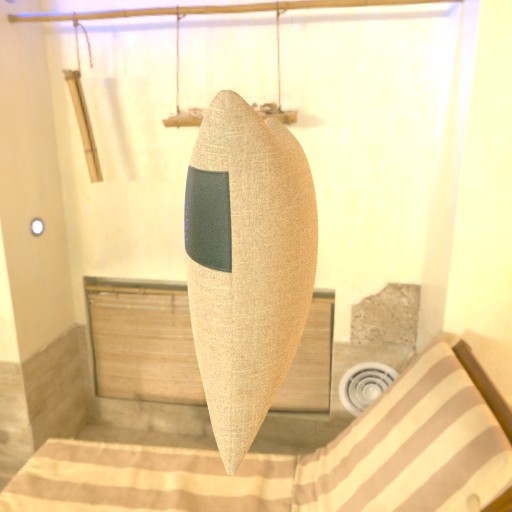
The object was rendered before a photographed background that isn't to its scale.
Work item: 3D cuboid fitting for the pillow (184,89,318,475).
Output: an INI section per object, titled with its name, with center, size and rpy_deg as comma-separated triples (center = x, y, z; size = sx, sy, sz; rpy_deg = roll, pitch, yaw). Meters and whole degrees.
[pillow]
center = 0.000, 0.000, 0.626
size = 0.173, 0.399, 0.414
rpy_deg = 2, 14, 7
